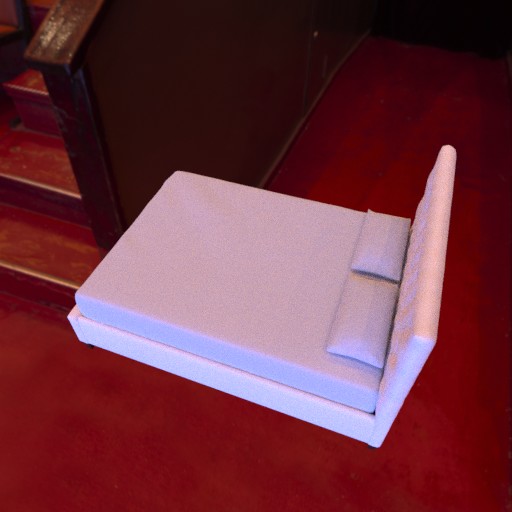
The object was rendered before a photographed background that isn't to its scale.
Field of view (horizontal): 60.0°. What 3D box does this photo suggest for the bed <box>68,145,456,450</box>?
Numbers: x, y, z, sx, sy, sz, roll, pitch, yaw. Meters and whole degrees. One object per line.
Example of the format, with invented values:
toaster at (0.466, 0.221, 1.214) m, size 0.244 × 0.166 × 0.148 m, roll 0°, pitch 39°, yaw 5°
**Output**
bed at (0.000, 0.000, 3.334) m, size 2.387 × 1.427 × 1.698 m, roll 15°, pitch 49°, yaw 14°
